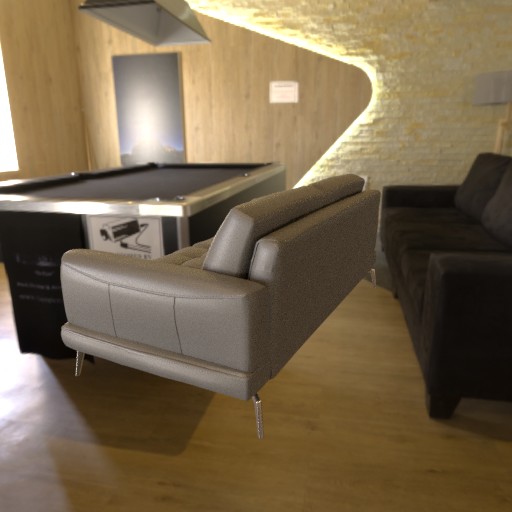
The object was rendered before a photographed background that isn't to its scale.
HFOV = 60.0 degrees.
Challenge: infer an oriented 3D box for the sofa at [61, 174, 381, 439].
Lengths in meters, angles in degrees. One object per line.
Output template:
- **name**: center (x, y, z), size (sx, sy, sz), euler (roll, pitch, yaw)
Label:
- **sofa**: center (0.000, 0.000, 2.787), size (1.121, 0.930, 2.177), euler (8, 18, 26)
